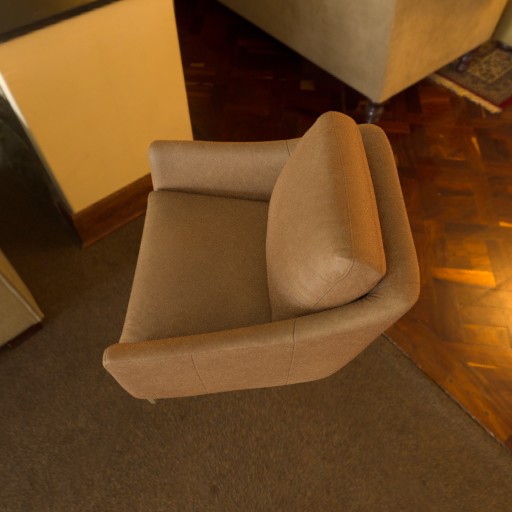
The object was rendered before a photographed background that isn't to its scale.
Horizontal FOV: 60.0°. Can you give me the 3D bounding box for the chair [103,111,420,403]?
[{"bbox_3d":[0.000,0.000,1.713,0.963,0.895,0.988,1,56,0],"label":"chair"}]
